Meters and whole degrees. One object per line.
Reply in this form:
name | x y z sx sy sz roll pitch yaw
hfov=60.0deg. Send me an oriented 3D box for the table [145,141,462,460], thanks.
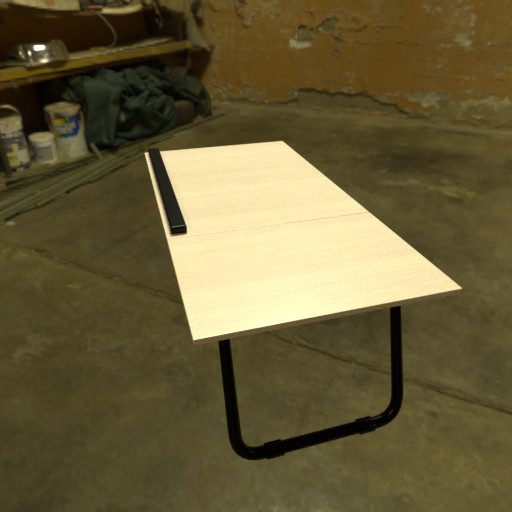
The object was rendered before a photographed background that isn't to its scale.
table | 0.000 0.000 0.806 0.322 0.242 0.644 -9 32 -14
